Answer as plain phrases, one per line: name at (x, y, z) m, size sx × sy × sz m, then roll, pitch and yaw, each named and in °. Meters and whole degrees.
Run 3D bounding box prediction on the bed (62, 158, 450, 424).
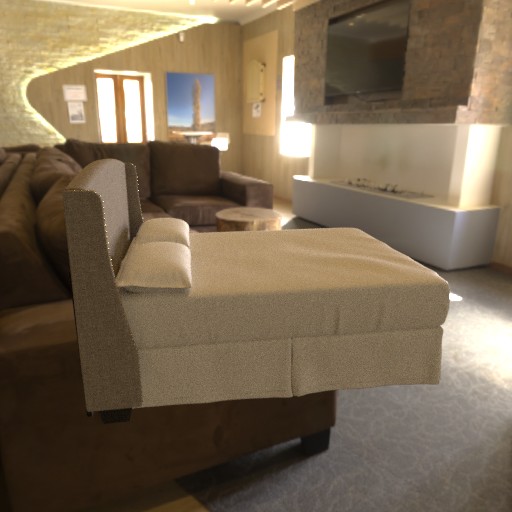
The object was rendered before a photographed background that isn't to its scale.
bed at (0.000, 0.000, 3.275) m, size 2.237 × 1.407 × 1.710 m, roll -3°, pitch 17°, yaw -9°
